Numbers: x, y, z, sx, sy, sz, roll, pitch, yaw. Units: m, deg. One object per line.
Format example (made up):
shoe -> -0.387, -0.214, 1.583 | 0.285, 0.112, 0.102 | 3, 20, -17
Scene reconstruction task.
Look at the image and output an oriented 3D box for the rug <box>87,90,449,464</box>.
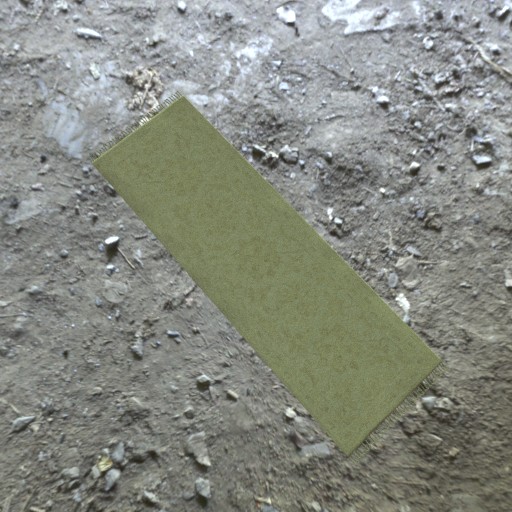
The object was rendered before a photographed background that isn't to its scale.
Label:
rug -> 0.000, 0.000, 2.806 | 0.795, 0.015, 2.544 | -41, 78, -10
